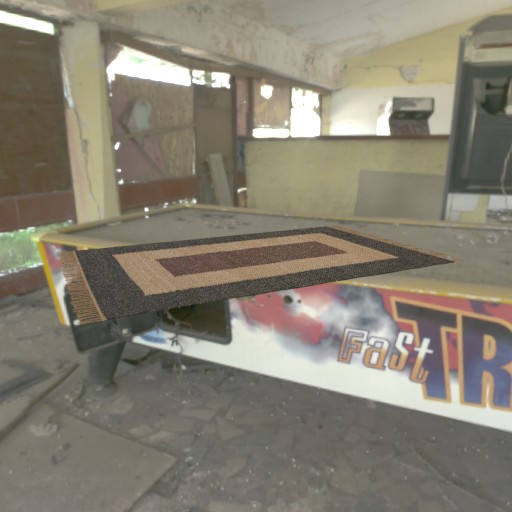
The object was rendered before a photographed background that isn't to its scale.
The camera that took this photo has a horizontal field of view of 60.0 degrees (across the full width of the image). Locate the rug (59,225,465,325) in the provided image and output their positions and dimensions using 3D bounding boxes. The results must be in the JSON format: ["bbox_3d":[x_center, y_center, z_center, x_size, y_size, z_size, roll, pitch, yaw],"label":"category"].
[{"bbox_3d":[0.000,0.000,1.922,1.541,0.013,0.920,-7,16,-26],"label":"rug"}]
